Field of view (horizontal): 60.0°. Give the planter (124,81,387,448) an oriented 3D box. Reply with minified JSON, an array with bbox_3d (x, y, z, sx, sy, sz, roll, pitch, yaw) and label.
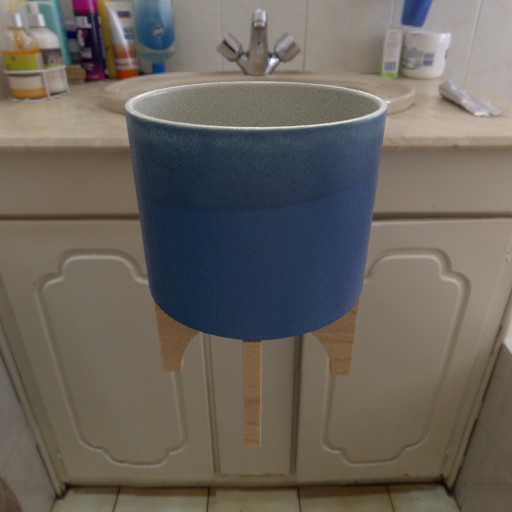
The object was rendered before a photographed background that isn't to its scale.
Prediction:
[{"bbox_3d":[0.000,0.000,0.542,0.261,0.367,0.261,0,29,0],"label":"planter"}]
